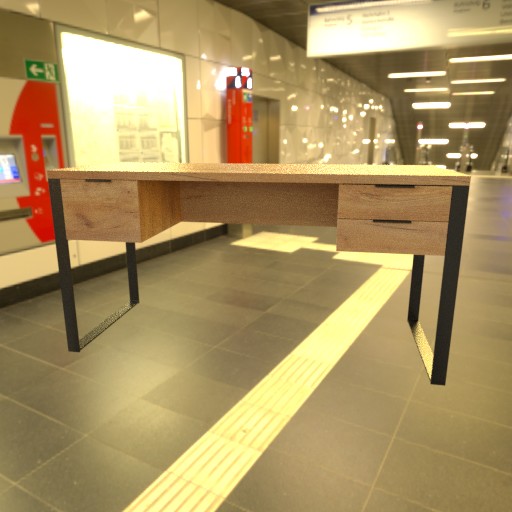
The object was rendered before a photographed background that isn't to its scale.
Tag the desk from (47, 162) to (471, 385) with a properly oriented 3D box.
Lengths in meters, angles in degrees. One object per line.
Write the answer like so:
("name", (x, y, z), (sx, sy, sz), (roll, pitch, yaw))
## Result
("desk", (0.000, 0.000, 1.942), (1.520, 0.760, 0.600), (3, 15, 10))
